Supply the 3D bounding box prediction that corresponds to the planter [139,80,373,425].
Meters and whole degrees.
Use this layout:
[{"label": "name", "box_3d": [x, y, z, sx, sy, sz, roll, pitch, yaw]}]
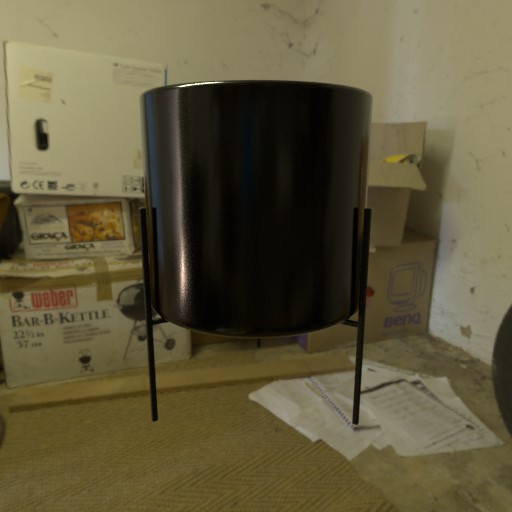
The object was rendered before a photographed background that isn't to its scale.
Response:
[{"label": "planter", "box_3d": [0.000, 0.000, 0.632, 0.310, 0.432, 0.310, -12, 18, -42]}]
